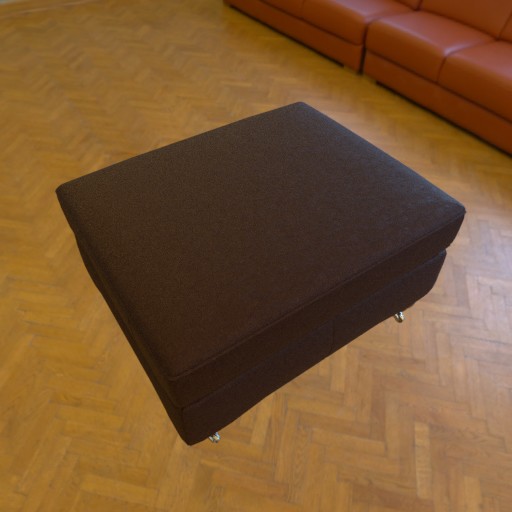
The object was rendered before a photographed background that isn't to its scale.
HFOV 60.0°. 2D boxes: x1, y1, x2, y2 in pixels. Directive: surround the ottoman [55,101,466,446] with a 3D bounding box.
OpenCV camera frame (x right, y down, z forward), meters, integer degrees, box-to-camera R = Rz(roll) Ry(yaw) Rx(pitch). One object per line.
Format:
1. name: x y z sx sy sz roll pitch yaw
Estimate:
1. ottoman: 0.000 0.000 1.819 1.187 0.730 0.967 -26 52 -23
